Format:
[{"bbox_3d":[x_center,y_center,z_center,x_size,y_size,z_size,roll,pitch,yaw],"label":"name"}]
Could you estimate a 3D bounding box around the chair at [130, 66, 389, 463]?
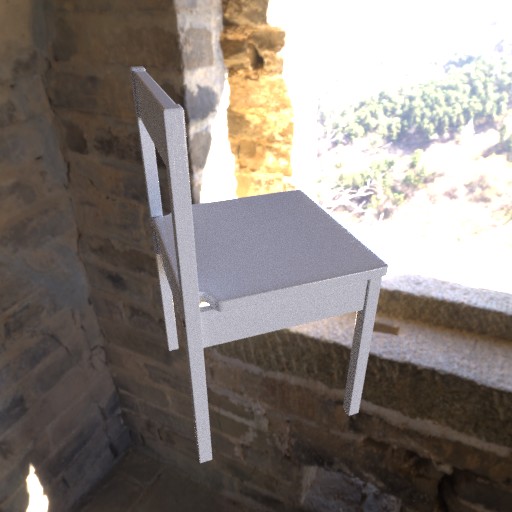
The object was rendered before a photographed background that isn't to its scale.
[{"bbox_3d":[0.000,0.000,0.880,0.361,0.668,0.367,-10,32,-17],"label":"chair"}]
